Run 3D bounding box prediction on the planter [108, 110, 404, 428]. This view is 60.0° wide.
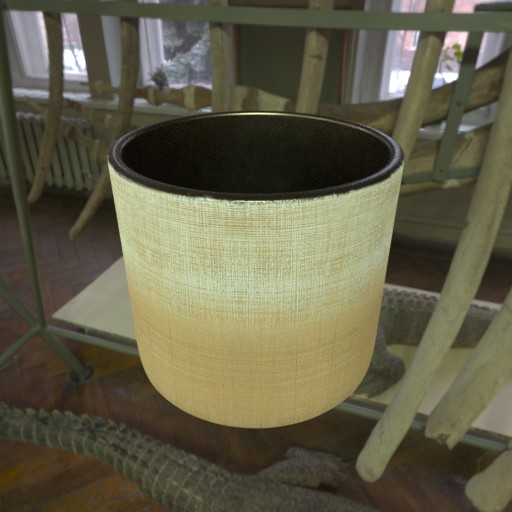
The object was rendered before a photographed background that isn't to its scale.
[{"bbox_3d":[0.000,0.000,0.386,0.221,0.201,0.221,0,31,0],"label":"planter"}]
